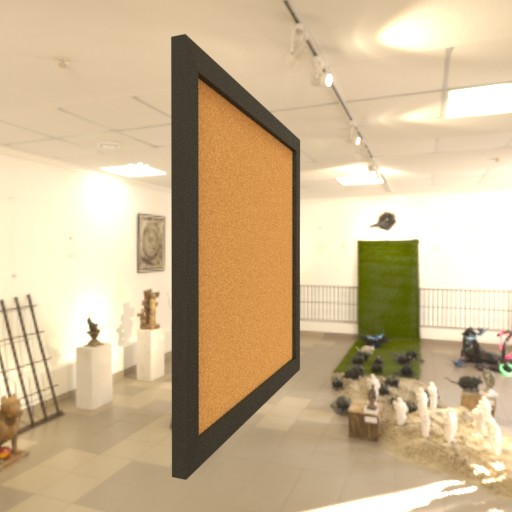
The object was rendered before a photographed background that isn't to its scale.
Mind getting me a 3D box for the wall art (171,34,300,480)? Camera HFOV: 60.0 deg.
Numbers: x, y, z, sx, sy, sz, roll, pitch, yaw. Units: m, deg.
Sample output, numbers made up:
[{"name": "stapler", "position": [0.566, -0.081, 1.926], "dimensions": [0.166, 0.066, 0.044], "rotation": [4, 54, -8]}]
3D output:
[{"name": "wall art", "position": [0.000, 0.000, 1.491], "dimensions": [0.038, 1.016, 1.016], "rotation": [0, 1, 20]}]
